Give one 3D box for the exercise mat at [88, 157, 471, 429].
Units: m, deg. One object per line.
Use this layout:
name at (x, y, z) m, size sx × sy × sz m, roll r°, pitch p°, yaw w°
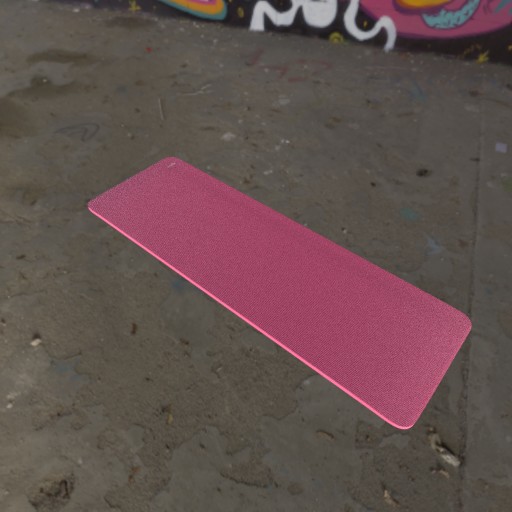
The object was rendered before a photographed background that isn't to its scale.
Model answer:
exercise mat at (0.000, 0.000, 2.097) m, size 1.884 × 0.021 × 0.616 m, roll 32°, pitch 54°, yaw 26°
